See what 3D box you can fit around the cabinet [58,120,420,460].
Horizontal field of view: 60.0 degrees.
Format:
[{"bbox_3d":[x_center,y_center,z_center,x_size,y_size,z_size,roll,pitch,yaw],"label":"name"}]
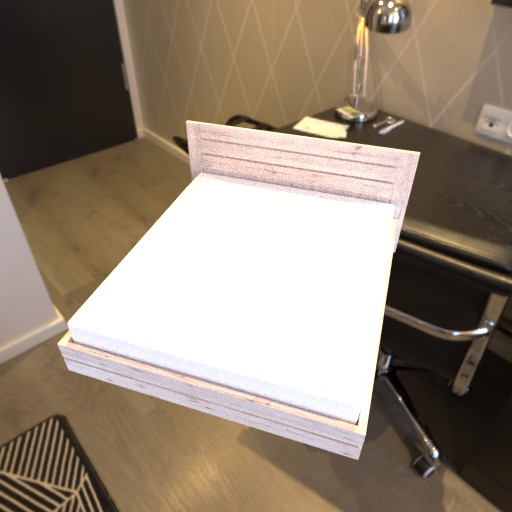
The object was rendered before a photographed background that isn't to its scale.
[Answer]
[{"bbox_3d":[0.000,0.000,3.157,1.950,0.970,2.080,12,41,14],"label":"cabinet"}]
